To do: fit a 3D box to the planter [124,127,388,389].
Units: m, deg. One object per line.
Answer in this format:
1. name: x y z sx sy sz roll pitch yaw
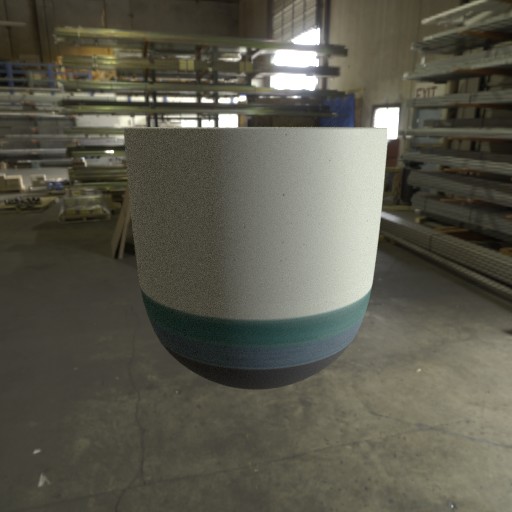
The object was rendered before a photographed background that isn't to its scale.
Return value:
1. planter: 0.000 0.000 0.384 0.204 0.214 0.204 0 16 0
